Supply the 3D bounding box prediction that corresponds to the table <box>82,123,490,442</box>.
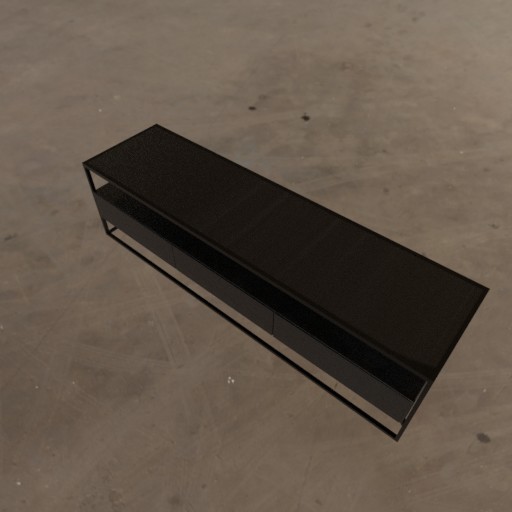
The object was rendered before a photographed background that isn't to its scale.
[{"bbox_3d":[0.000,0.000,1.687,1.486,0.395,0.399,31,54,26],"label":"table"}]
